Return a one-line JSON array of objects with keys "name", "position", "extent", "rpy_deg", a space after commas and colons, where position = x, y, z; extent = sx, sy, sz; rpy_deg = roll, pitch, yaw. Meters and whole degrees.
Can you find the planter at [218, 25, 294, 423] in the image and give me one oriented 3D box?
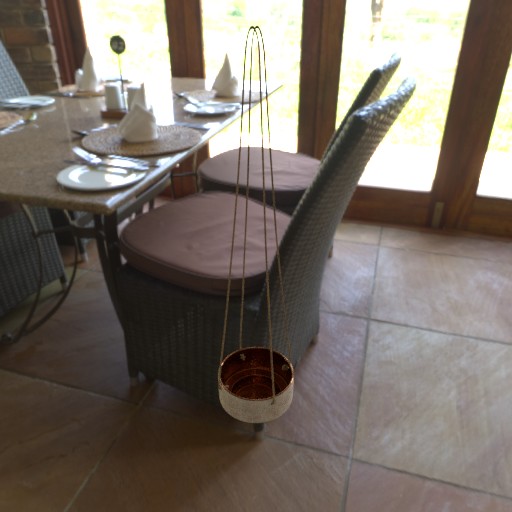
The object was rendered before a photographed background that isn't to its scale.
[{"name": "planter", "position": [0.000, 0.000, 1.116], "extent": [0.223, 1.030, 0.223], "rpy_deg": [10, 31, 18]}]
